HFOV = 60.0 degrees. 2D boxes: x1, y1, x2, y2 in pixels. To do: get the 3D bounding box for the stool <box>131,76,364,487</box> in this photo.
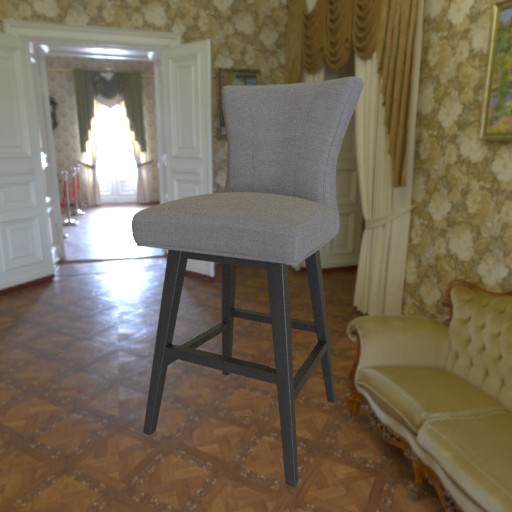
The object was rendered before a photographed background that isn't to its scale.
[{"bbox_3d":[0.000,0.000,1.395,0.514,1.086,0.574,7,15,26],"label":"stool"}]
